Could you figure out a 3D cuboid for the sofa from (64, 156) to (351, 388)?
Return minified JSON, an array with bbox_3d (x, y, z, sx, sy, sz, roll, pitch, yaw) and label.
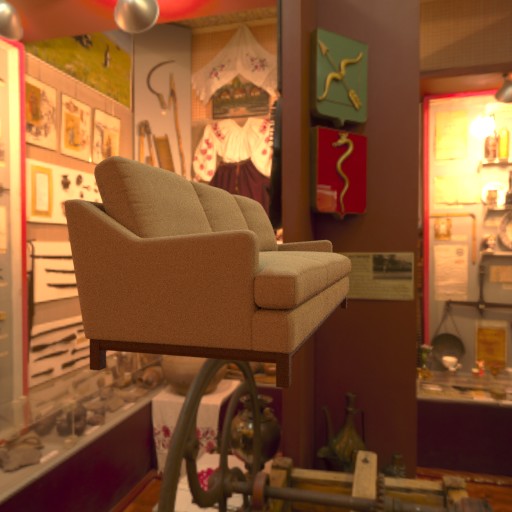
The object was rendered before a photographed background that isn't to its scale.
[{"bbox_3d":[0.000,0.000,2.806,1.000,0.913,2.321,0,1,17],"label":"sofa"}]
